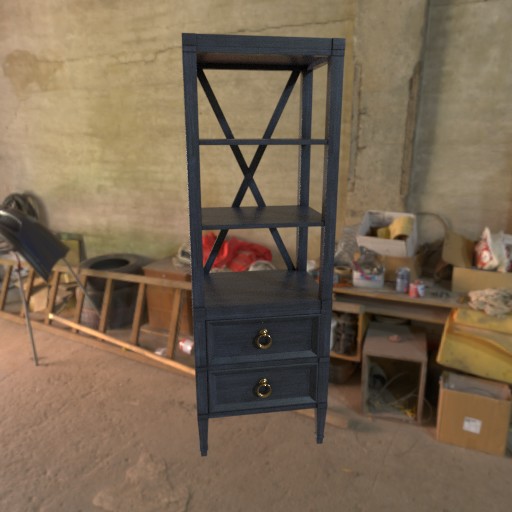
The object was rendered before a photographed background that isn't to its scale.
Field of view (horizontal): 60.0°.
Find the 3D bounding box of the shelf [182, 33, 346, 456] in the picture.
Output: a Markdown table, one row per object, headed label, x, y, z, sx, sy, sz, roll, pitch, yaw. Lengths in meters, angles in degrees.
| label | x | y | z | sx | sy | sz | roll | pitch | yaw |
| --- | --- | --- | --- | --- | --- | --- | --- | --- | --- |
| shelf | 0.000 | 0.000 | 2.000 | 0.584 | 1.727 | 0.472 | -2 | 16 | -9 |
